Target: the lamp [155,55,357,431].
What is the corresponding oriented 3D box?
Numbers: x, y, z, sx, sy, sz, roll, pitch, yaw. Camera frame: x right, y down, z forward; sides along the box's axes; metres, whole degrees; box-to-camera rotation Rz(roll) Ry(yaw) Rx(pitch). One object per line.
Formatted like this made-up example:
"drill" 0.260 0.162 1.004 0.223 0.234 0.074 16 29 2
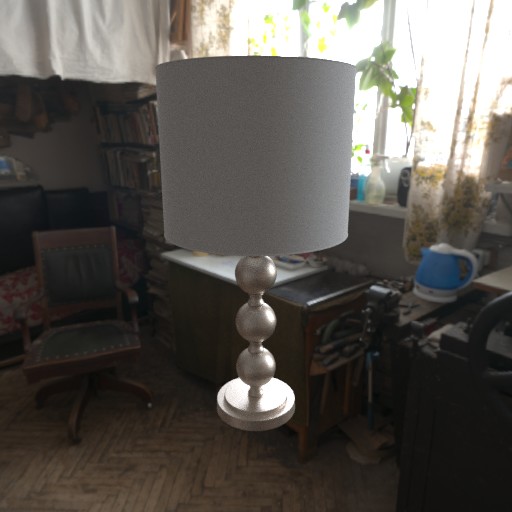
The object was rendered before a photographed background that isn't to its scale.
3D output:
"lamp" 0.000 0.000 0.692 0.277 0.538 0.277 3 17 9
